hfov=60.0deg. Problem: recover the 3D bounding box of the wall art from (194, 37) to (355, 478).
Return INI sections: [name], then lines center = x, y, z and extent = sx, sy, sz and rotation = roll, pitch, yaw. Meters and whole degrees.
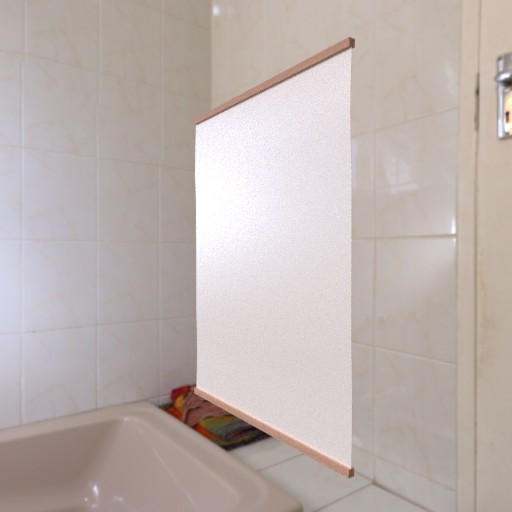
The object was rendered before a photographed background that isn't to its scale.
[wall art]
center = 0.000, 0.000, 1.324
extent = 0.020, 1.013, 0.758
rotation = 0, 0, -35
